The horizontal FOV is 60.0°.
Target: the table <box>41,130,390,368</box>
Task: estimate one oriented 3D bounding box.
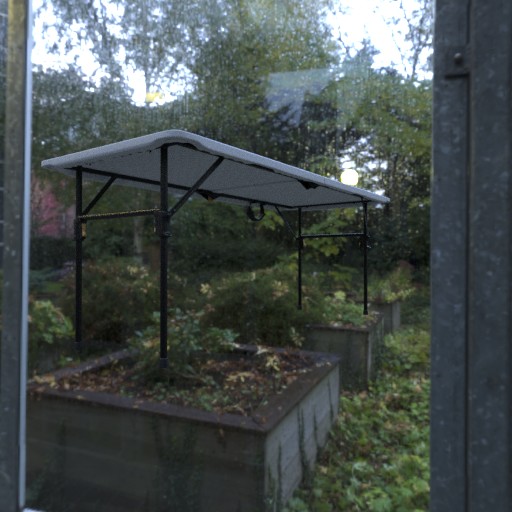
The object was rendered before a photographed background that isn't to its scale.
[{"bbox_3d":[0.000,0.000,2.221,0.761,0.719,1.829,0,-1,36],"label":"table"}]
